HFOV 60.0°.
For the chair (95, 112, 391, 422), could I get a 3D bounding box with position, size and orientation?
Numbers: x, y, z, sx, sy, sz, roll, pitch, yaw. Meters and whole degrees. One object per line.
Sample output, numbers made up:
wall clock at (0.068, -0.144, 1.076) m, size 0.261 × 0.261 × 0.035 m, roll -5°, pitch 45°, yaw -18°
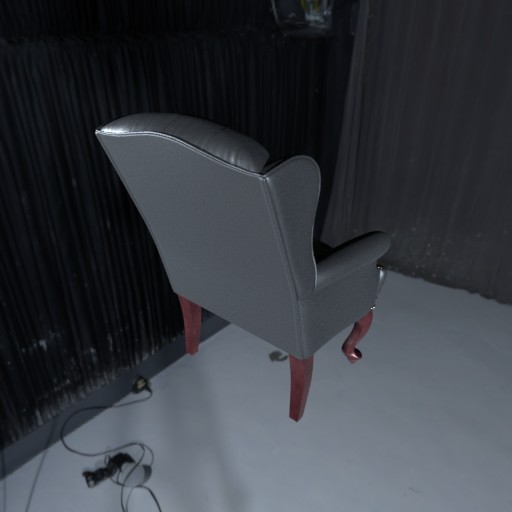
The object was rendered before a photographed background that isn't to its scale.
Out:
chair at (0.000, 0.000, 1.651) m, size 0.838 × 1.111 × 0.762 m, roll 22°, pitch 36°, yaw 34°
